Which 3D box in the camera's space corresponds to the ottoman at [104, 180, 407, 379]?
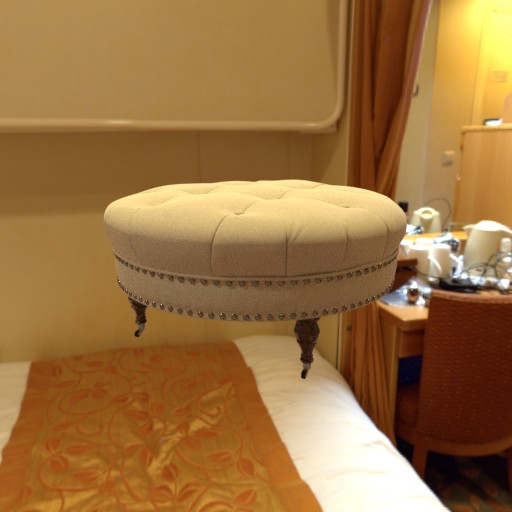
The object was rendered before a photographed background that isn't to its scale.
[{"bbox_3d":[0.000,0.000,1.404,0.901,0.439,0.901,0,15,0],"label":"ottoman"}]
